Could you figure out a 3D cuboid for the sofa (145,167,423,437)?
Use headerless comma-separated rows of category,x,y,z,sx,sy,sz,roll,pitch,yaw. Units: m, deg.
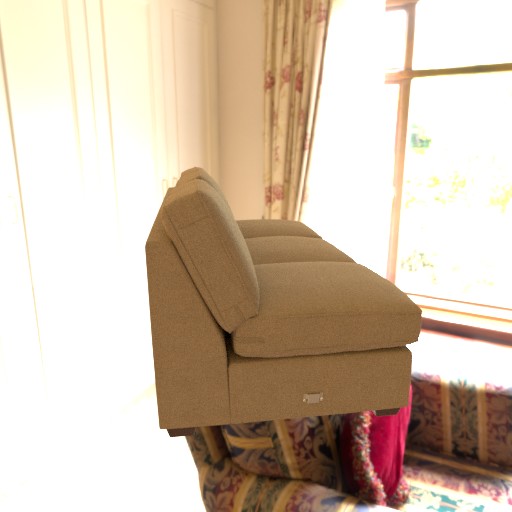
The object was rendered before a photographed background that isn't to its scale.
sofa,0.000,0.000,2.724,1.127,1.036,2.092,-2,14,-8
